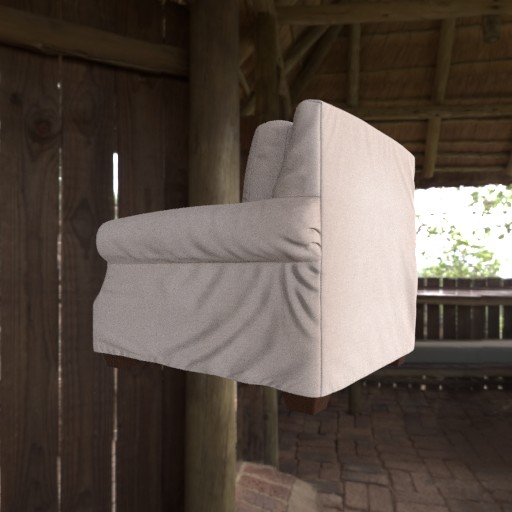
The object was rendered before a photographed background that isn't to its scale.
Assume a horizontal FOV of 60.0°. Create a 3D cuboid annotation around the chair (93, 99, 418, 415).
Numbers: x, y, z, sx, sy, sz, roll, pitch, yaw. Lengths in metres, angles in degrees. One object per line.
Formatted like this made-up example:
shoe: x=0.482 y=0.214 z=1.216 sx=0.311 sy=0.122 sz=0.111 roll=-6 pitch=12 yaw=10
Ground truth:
chair: x=0.000 y=0.000 z=1.770 sx=1.066 sy=0.866 sz=0.940 roll=0 pitch=0 yaw=37
